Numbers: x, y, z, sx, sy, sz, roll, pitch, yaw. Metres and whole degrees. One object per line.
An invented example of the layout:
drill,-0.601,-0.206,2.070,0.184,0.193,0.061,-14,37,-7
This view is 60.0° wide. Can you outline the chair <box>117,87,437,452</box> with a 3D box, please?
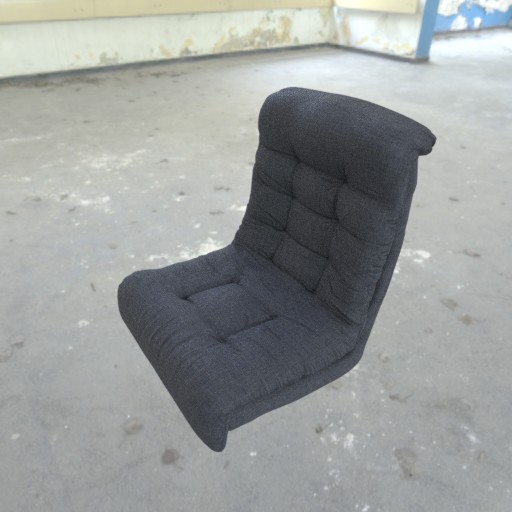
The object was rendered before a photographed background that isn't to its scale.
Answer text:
chair,0.000,0.000,1.197,0.668,0.749,0.597,-21,38,-29
